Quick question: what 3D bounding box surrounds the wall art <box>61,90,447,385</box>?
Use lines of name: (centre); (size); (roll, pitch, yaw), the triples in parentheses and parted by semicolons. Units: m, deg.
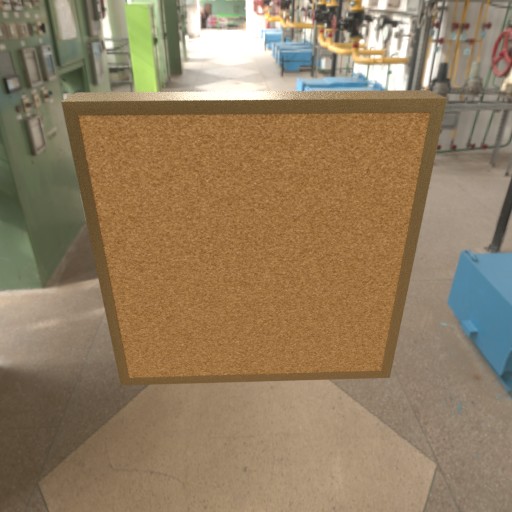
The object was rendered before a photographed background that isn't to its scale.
wall art: (0.000, 0.000, 0.441); (0.304, 0.305, 0.038); (-1, 30, -2)
